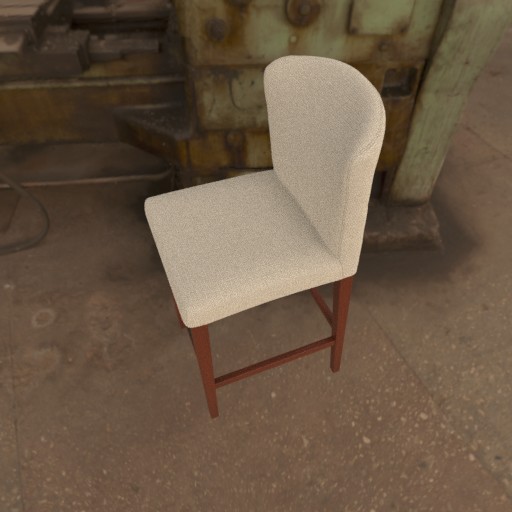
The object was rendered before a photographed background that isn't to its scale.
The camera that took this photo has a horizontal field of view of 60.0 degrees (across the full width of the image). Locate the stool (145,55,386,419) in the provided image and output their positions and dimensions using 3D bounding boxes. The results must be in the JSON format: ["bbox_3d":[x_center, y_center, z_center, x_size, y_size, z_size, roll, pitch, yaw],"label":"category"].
[{"bbox_3d":[0.000,0.000,1.383,0.568,1.069,0.481,-17,50,-15],"label":"stool"}]
